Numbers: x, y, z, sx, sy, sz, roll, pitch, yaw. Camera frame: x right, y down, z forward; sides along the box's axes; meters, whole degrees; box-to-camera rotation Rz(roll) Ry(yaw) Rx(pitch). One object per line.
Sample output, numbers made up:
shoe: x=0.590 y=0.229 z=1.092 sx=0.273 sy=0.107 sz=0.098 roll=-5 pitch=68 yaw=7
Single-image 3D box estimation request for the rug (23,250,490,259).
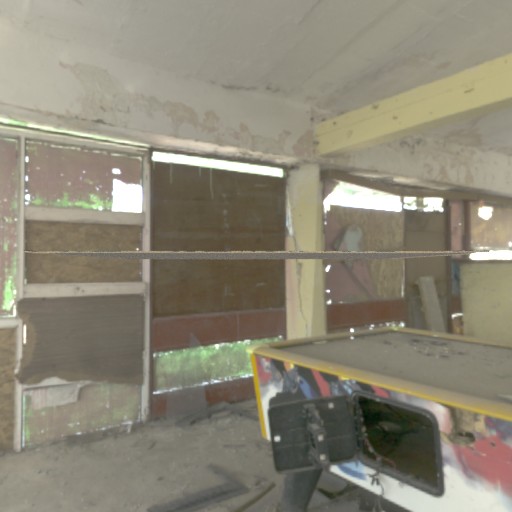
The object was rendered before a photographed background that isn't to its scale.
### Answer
rug: x=0.000 y=0.000 z=4.253 sx=3.228 sy=0.024 sz=2.443 roll=0 pitch=-1 yaw=0
